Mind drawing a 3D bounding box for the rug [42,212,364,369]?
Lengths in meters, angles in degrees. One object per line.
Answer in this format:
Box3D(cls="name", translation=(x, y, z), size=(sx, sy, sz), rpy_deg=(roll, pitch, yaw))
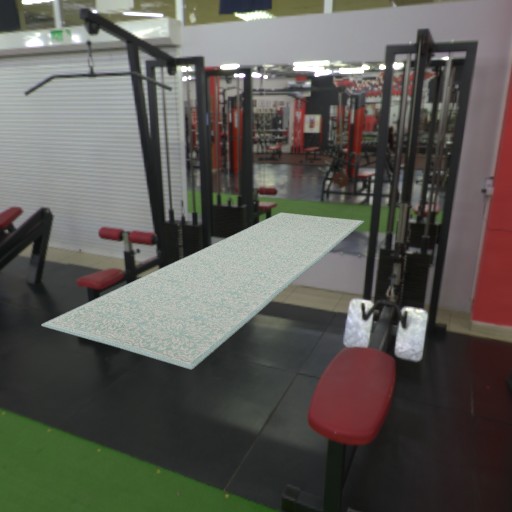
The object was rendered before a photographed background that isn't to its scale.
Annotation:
Box3D(cls="rug", translation=(0.000, 0.000, 2.412), size=(0.662, 0.011, 2.196), rpy_deg=(9, 19, 25))
